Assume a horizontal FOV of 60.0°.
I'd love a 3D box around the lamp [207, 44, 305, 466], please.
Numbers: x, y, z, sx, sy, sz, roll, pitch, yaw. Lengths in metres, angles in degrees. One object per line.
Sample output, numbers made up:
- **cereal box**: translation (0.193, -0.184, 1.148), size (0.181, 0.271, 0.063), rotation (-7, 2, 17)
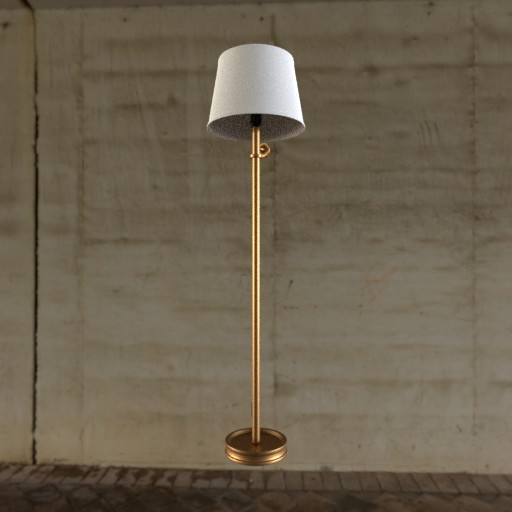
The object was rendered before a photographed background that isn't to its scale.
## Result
- **lamp**: translation (0.000, 0.000, 0.808), size (0.178, 0.710, 0.178), rotation (0, -1, 0)
